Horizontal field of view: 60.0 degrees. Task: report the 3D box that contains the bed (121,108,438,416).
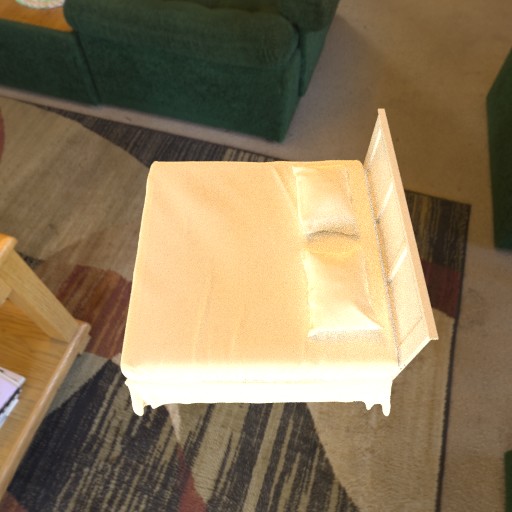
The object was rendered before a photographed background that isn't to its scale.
[{"bbox_3d":[0.000,0.000,3.664,2.215,1.273,2.317,0,59,0],"label":"bed"}]
